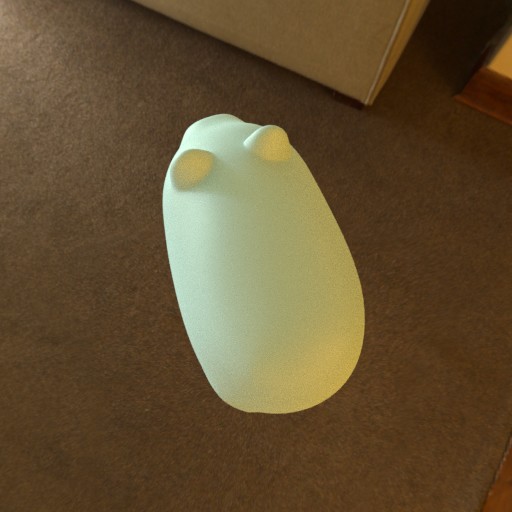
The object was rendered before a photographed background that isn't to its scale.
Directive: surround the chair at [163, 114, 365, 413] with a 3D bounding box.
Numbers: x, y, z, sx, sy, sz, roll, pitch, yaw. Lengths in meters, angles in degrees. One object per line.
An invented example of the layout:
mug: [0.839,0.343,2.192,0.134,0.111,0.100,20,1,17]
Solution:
chair: [0.000,0.000,0.877,0.364,0.423,0.619,-18,76,-5]
